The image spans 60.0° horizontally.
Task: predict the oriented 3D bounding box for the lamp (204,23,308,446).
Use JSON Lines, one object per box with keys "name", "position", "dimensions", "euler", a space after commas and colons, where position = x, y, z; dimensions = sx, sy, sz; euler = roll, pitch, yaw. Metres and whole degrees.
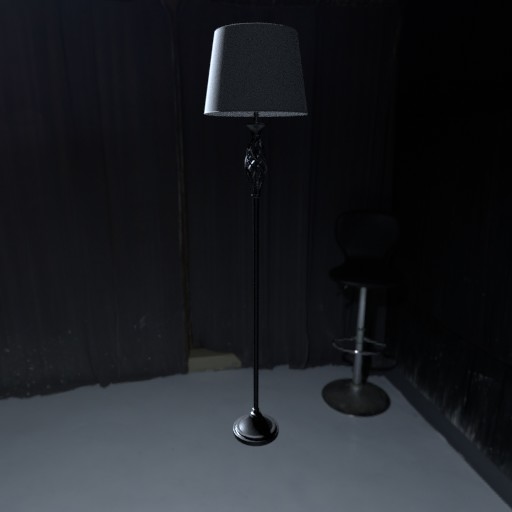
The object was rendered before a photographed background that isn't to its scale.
{"name": "lamp", "position": [0.000, 0.000, 1.770], "dimensions": [0.379, 1.623, 0.379], "euler": [0, 15, 0]}
